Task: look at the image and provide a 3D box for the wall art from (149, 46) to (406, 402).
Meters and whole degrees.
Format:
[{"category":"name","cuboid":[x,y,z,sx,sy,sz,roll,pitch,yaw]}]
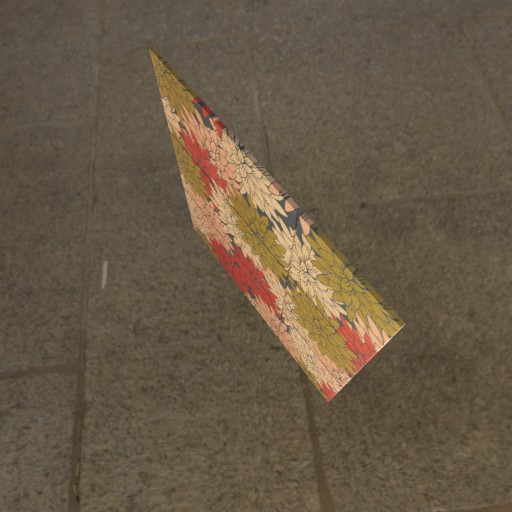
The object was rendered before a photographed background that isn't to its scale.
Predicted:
[{"category":"wall art","cuboid":[0.000,0.000,1.372,0.013,0.913,0.904,-33,68,-15]}]
